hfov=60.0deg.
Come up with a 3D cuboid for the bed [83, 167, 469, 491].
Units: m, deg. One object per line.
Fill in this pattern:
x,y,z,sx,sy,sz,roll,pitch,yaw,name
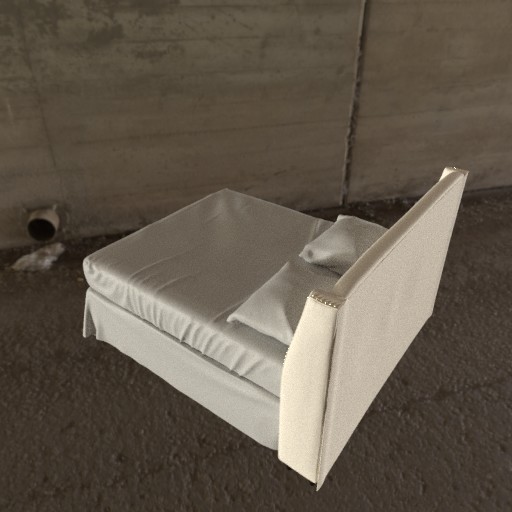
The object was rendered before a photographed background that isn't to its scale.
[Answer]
0.000,0.000,3.319,2.276,1.332,1.925,22,38,31,bed
